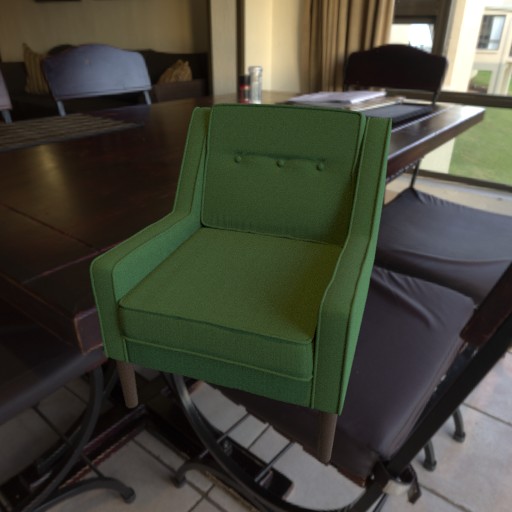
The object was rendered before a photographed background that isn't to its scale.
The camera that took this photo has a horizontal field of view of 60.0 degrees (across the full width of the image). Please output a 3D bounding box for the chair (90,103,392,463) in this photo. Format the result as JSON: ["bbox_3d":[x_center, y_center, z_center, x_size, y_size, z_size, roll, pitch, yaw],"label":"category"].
[{"bbox_3d":[0.000,0.000,1.327,0.663,0.792,0.743,9,29,16],"label":"chair"}]
